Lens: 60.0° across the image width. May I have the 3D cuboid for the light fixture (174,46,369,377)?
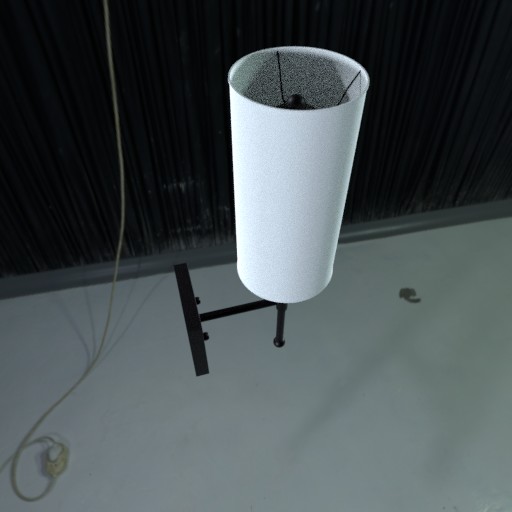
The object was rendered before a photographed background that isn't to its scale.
[{"bbox_3d":[0.000,0.000,0.566,0.208,0.462,0.128,-12,48,-11],"label":"light fixture"}]
